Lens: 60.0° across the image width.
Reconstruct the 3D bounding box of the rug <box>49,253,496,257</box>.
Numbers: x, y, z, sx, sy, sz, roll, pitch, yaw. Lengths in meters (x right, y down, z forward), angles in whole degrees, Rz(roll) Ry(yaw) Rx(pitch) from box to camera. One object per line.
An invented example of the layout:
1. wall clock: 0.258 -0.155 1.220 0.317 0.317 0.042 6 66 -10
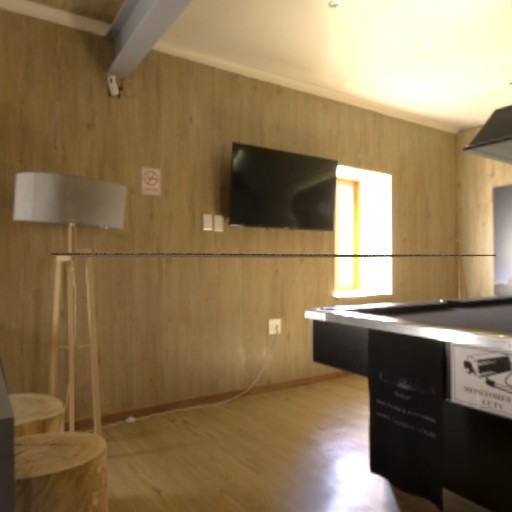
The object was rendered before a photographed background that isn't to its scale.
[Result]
1. rug: 0.000 0.000 5.192 4.093 0.020 2.997 0 -1 -18
